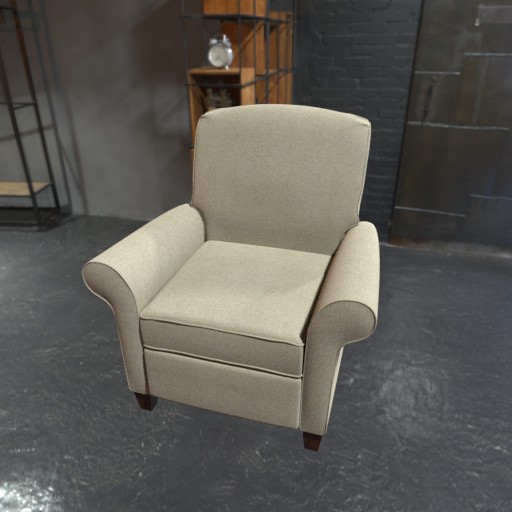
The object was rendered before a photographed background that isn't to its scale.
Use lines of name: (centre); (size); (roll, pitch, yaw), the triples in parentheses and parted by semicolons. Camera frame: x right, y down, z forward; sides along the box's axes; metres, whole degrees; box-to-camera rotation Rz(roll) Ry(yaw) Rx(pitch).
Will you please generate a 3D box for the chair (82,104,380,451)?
chair: (0.000, 0.000, 1.780); (0.978, 1.061, 0.905); (8, 27, 15)
